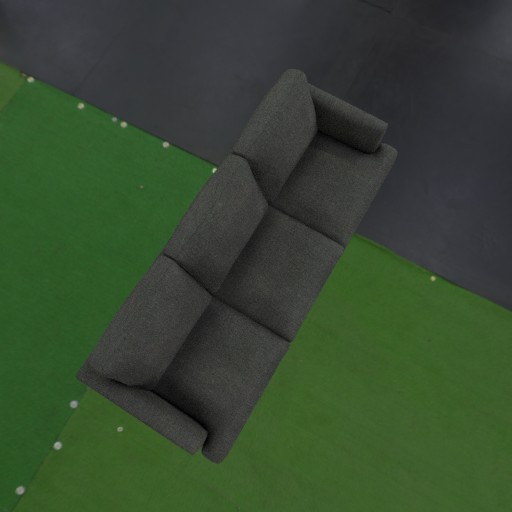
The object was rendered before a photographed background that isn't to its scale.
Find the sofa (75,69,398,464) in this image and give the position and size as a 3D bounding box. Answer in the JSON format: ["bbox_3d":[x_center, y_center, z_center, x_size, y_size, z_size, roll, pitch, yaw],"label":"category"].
[{"bbox_3d":[0.000,0.000,2.720,0.903,0.930,2.246,30,76,8],"label":"sofa"}]
